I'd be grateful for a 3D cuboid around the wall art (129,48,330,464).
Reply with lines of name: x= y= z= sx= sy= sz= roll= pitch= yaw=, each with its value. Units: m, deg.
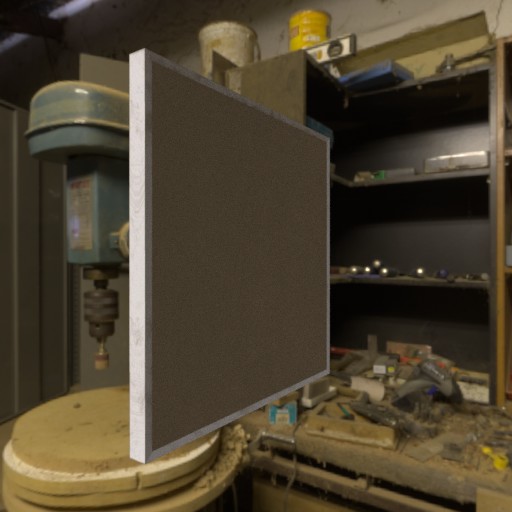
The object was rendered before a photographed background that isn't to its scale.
wall art: x=0.000 y=0.000 z=0.754 sx=0.029 sy=0.506 sz=0.508 roll=0 pitch=0 yaw=35
